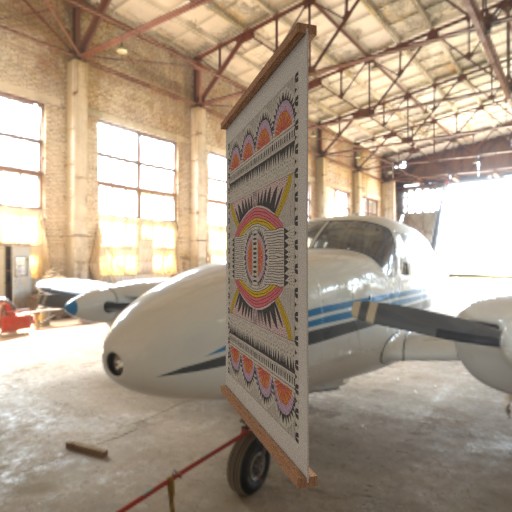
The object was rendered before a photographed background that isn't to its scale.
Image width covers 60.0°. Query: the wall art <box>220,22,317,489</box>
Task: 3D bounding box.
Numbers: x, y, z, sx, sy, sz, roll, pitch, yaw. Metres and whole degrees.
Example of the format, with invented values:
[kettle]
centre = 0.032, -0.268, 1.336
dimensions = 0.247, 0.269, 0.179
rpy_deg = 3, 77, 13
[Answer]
[wall art]
centre = 0.000, 0.000, 0.799
dimensions = 0.028, 0.609, 0.456
rpy_deg = 0, -1, -17
